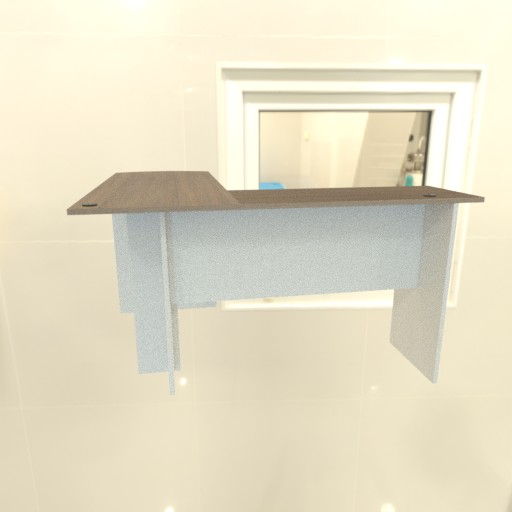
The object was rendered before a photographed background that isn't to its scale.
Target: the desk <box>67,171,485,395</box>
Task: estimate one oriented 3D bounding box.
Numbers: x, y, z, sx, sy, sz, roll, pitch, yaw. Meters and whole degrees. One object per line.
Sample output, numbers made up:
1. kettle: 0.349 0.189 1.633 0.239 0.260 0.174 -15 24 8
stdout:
1. desk: 0.000 0.000 2.118 1.361 0.716 1.303 -3 16 -10
